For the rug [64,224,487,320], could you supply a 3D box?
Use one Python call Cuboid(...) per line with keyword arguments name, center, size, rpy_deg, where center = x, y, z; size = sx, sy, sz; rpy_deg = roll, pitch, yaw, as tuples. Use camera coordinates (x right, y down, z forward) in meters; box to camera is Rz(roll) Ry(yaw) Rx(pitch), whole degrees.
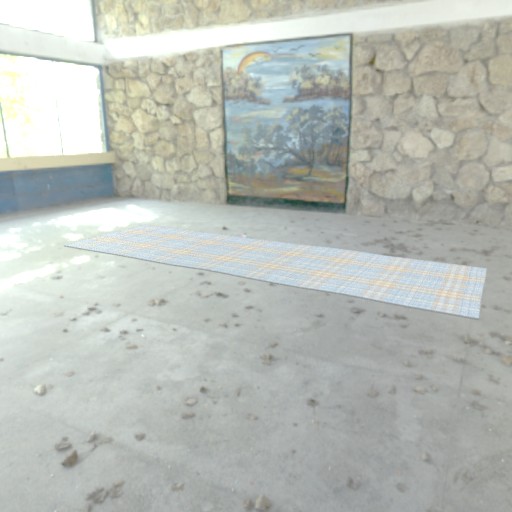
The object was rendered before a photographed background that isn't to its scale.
Cuboid(name="rug", center=(0.000, 0.000, 2.644), size=(2.439, 0.013, 0.762), rpy_deg=(8, 18, 28))
